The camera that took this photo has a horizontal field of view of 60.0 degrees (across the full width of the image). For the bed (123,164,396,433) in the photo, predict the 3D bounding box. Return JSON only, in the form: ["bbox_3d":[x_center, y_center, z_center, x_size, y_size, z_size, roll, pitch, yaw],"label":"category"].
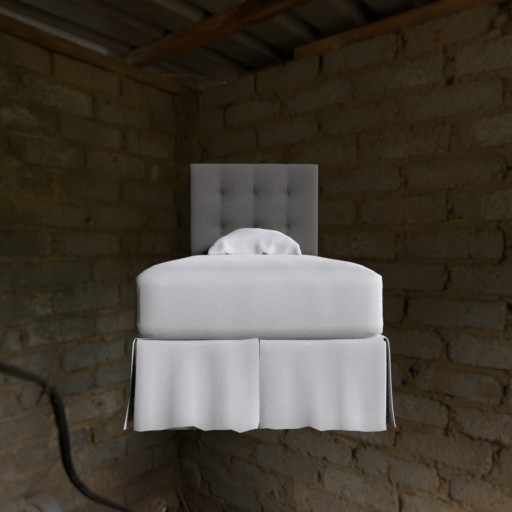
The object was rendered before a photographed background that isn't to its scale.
[{"bbox_3d":[0.000,0.000,2.984,1.261,1.571,1.997,0,2,-1],"label":"bed"}]
